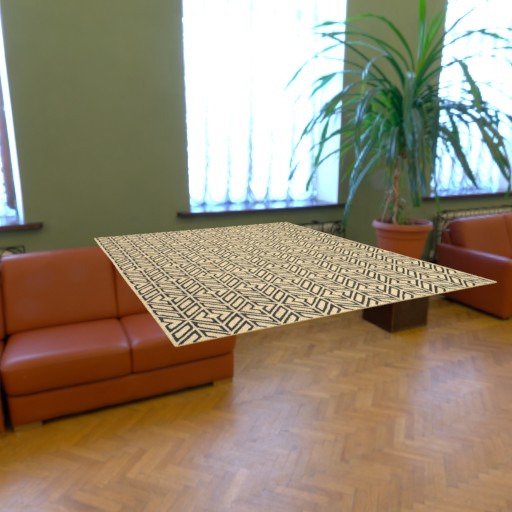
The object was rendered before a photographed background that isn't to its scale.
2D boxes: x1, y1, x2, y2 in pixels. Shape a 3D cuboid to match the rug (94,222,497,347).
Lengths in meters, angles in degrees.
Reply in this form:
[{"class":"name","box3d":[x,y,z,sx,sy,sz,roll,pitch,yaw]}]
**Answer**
[{"class":"rug","box3d":[0.000,0.000,4.033,2.421,0.008,3.045,-7,15,-26]}]
